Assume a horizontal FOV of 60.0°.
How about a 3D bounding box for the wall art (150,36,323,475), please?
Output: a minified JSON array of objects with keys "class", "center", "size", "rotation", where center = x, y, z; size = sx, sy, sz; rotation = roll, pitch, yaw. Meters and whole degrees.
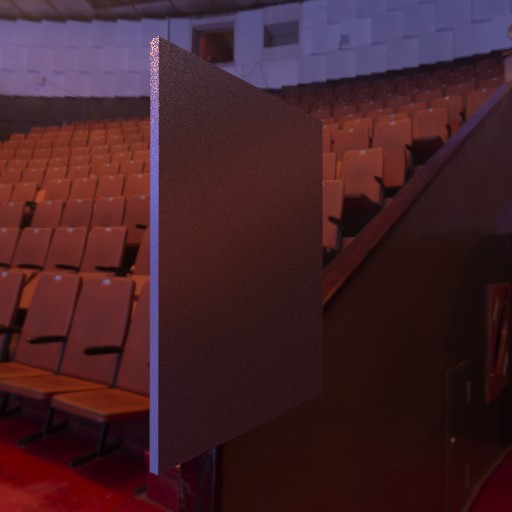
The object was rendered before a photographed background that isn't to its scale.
[{"class":"wall art","center":[0.000,0.000,1.391],"size":[0.030,1.046,0.816],"rotation":[0,-1,37]}]
